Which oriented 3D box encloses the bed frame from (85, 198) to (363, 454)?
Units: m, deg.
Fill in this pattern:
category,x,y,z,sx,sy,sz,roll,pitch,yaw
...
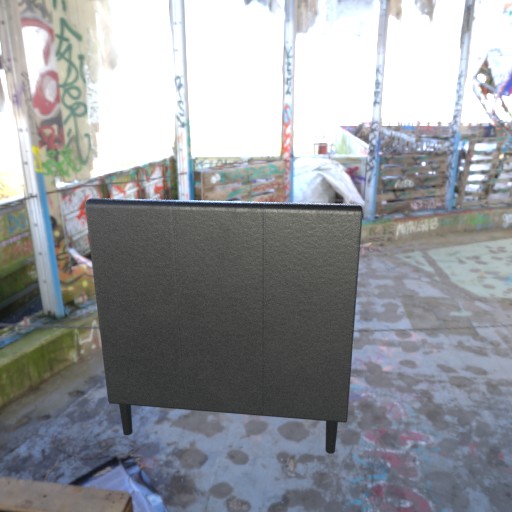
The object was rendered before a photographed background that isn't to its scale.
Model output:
category,x,y,z,sx,sy,sz,roll,pitch,yaw
bed frame,0.000,0.000,2.582,1.038,1.046,2.152,2,18,7
